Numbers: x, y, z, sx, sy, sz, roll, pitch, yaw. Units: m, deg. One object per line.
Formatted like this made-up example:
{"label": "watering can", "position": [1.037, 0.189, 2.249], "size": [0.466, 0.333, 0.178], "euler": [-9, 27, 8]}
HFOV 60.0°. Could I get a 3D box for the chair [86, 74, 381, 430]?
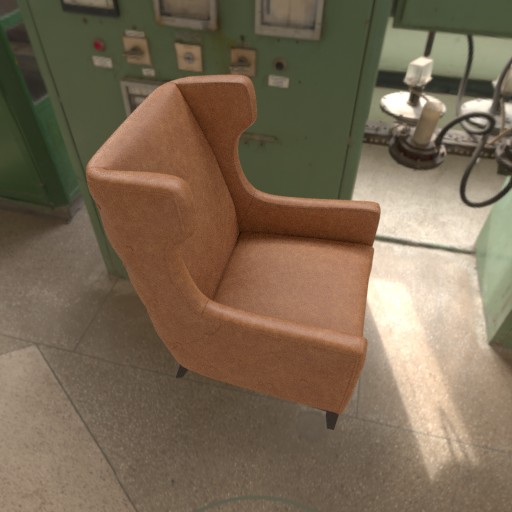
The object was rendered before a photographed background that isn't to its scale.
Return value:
{"label": "chair", "position": [0.000, 0.000, 1.681], "size": [0.899, 1.079, 0.766], "euler": [11, 47, 10]}
